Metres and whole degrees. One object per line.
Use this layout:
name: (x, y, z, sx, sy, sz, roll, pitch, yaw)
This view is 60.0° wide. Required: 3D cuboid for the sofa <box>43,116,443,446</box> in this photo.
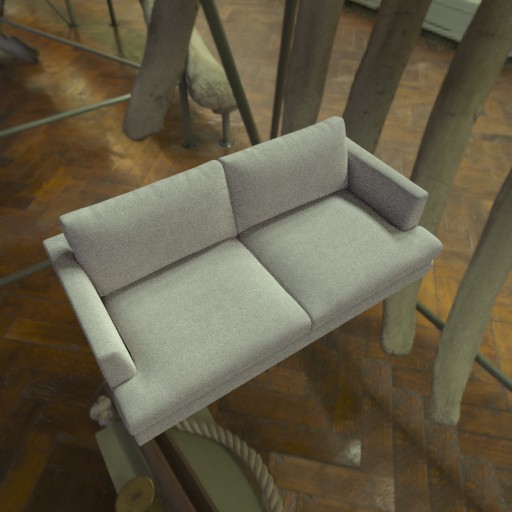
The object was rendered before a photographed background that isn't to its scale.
sofa: (0.000, 0.000, 2.467, 1.948, 0.868, 1.020, -26, 52, -22)
